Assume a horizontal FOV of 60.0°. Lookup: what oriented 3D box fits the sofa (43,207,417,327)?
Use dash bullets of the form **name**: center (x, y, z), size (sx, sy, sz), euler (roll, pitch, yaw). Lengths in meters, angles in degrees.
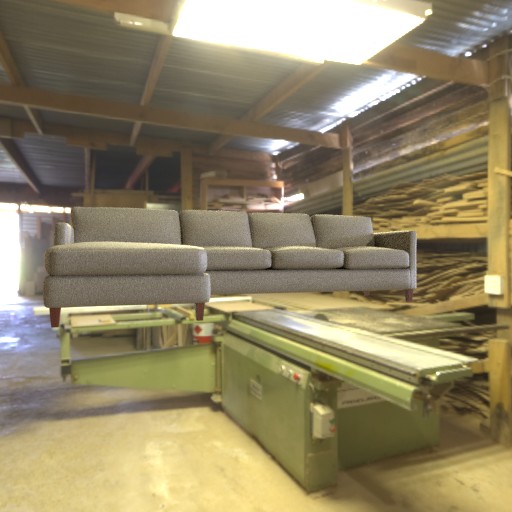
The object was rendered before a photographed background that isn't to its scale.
- **sofa**: center (0.000, 0.000, 3.820), size (3.201, 0.876, 1.502), euler (0, 0, -19)
